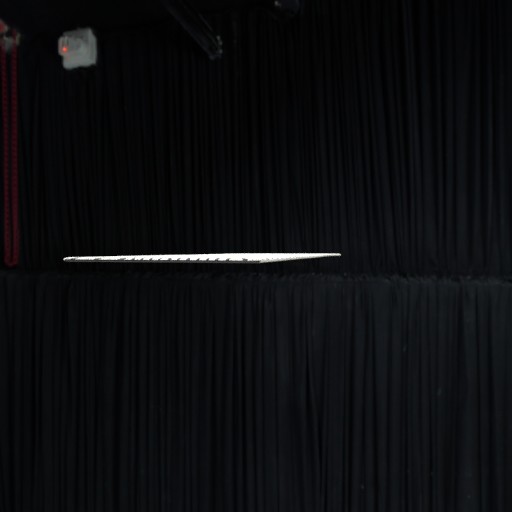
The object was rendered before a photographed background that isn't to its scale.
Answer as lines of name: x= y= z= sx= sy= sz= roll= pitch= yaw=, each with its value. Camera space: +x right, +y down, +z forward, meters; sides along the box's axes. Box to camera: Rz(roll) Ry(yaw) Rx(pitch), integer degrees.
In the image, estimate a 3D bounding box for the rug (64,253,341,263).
rug: x=0.000 y=0.000 z=2.709 sx=0.773 sy=0.020 sz=2.439 roll=0 pitch=1 yaw=17
